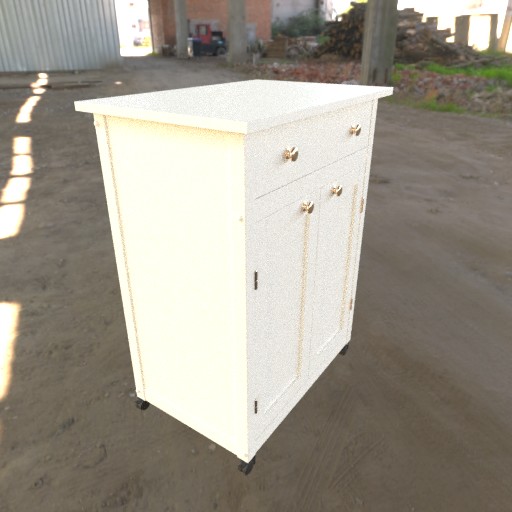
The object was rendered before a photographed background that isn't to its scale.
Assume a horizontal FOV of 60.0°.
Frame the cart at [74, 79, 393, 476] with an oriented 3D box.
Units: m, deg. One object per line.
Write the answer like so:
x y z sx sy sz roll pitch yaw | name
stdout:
0.000 0.000 1.246 0.442 0.864 0.683 17 31 31 | cart
